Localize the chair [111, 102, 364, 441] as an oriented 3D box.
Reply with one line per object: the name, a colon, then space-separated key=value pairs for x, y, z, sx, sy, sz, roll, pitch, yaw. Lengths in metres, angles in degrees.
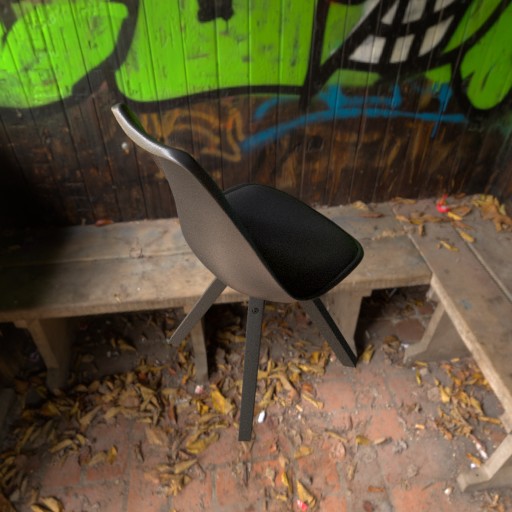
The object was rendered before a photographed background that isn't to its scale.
chair: x=0.000 y=0.000 z=1.163 sx=0.530 sy=0.850 sz=0.485 roll=-25 pitch=47 yaw=-26
